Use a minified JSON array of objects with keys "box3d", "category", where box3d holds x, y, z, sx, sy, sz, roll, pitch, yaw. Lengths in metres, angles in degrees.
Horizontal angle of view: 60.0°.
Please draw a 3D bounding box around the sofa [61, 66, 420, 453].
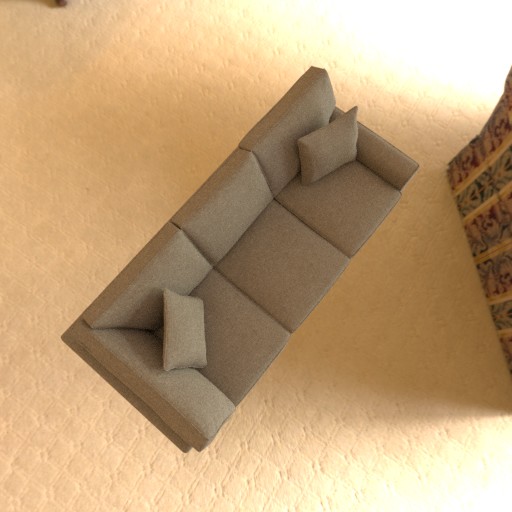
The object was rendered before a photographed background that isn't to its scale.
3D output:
[{"box3d":[0.000,0.000,2.955,1.061,0.962,2.317,39,78,10],"category":"sofa"}]
